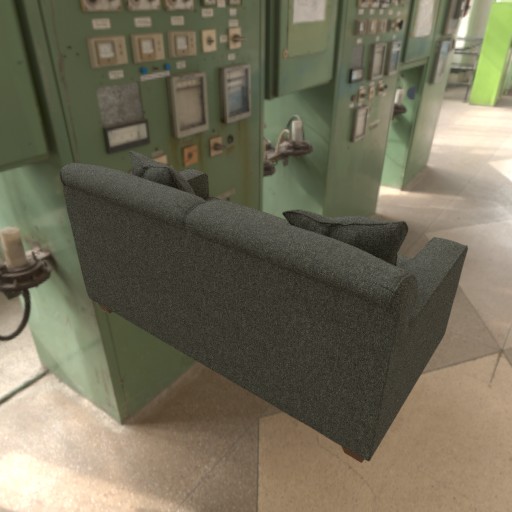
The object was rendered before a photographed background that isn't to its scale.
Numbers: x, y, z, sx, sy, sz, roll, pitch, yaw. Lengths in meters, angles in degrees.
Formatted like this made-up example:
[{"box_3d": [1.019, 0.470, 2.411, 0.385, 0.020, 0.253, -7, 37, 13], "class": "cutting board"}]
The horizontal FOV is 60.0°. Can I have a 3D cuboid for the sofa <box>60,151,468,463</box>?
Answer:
[{"box_3d": [0.000, 0.000, 2.337, 1.846, 0.958, 0.998, 21, 36, 32], "class": "sofa"}]
